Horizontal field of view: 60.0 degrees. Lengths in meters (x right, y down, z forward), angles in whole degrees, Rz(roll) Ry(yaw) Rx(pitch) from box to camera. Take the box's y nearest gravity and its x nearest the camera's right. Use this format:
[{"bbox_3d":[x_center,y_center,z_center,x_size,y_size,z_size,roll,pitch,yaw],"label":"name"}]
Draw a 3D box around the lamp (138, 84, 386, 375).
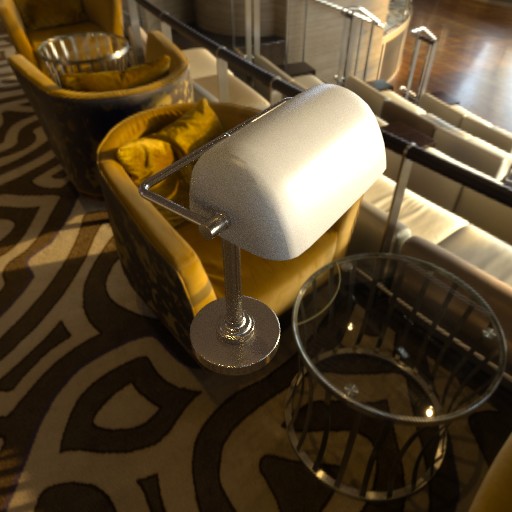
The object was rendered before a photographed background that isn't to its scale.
[{"bbox_3d":[0.000,0.000,0.566,0.227,0.404,0.269,27,49,26],"label":"lamp"}]
